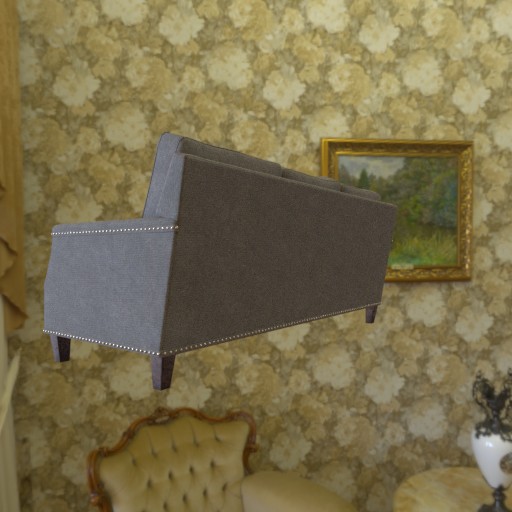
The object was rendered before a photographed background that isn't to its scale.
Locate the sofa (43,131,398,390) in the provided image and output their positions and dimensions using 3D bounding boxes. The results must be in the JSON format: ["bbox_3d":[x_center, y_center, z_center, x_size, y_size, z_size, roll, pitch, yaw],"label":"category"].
[{"bbox_3d":[0.000,0.000,2.783,1.034,1.042,2.226,0,0,37],"label":"sofa"}]
